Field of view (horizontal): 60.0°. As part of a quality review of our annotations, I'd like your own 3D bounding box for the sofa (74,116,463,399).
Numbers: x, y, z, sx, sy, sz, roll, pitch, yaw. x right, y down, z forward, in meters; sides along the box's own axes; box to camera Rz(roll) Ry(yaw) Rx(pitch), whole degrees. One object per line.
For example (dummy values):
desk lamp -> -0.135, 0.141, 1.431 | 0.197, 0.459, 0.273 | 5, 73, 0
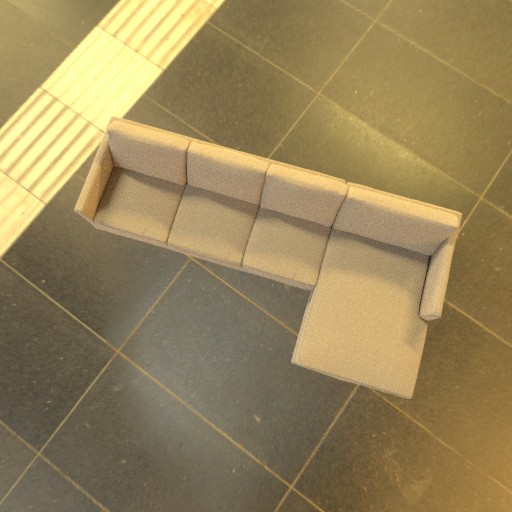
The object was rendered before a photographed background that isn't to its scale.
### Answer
sofa -> 0.000, 0.000, 3.914 | 3.186, 0.861, 1.625 | 16, 78, 3
